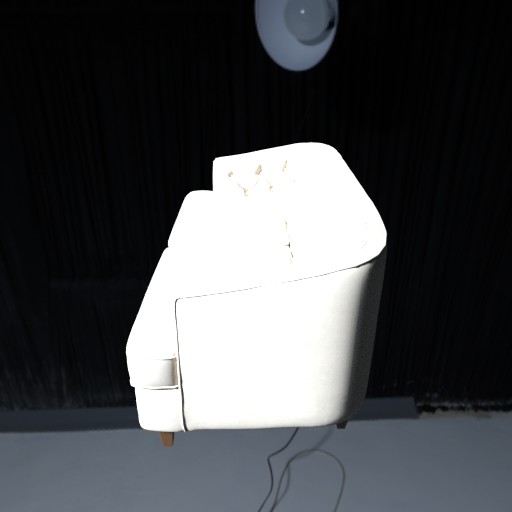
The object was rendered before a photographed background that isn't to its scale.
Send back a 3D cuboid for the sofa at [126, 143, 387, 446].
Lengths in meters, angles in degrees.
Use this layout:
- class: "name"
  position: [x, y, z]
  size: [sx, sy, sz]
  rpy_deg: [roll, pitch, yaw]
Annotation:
- class: "sofa"
  position: [0.000, 0.000, 2.289]
  size: [0.940, 0.878, 1.731]
  rpy_deg: [0, 27, 0]
